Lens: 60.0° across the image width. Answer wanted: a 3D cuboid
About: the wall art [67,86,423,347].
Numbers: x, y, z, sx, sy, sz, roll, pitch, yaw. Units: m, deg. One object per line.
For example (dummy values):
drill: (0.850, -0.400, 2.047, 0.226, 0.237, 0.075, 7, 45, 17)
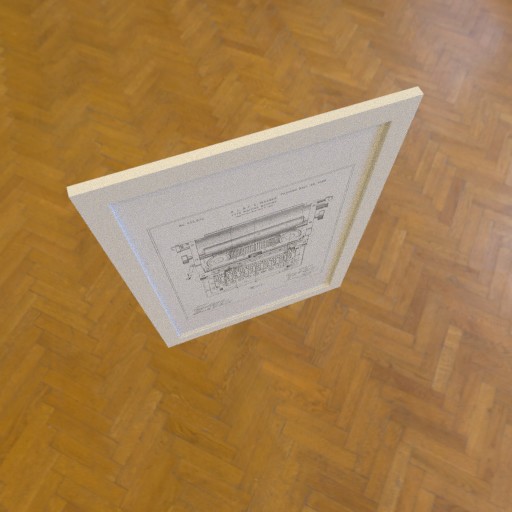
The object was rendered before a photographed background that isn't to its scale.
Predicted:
wall art: (0.000, 0.000, 0.687, 0.381, 0.533, 0.013, -18, 65, -9)
